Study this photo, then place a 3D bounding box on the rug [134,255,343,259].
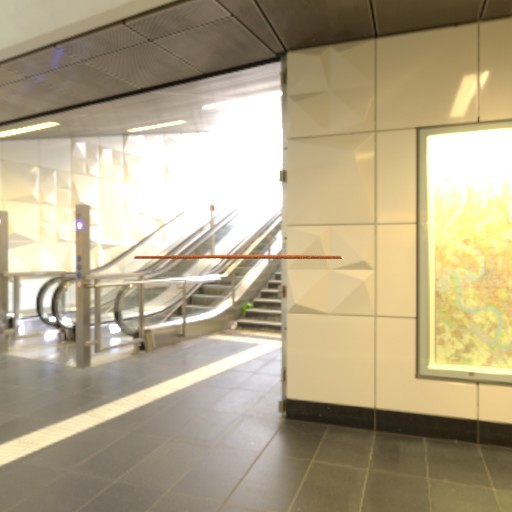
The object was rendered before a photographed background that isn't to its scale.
[{"bbox_3d":[0.000,0.000,2.795,0.914,0.013,2.471,0,0,-1],"label":"rug"}]
